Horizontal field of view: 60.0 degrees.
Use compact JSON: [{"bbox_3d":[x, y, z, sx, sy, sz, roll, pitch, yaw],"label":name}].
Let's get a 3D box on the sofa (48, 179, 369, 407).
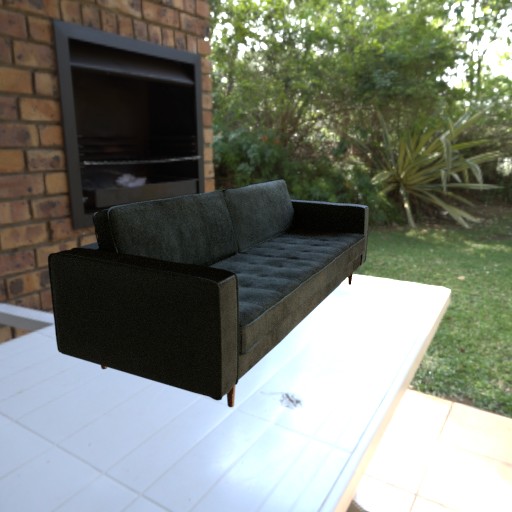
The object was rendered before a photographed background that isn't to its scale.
[{"bbox_3d":[0.000,0.000,2.648,0.886,0.781,2.214,7,16,26],"label":"sofa"}]
